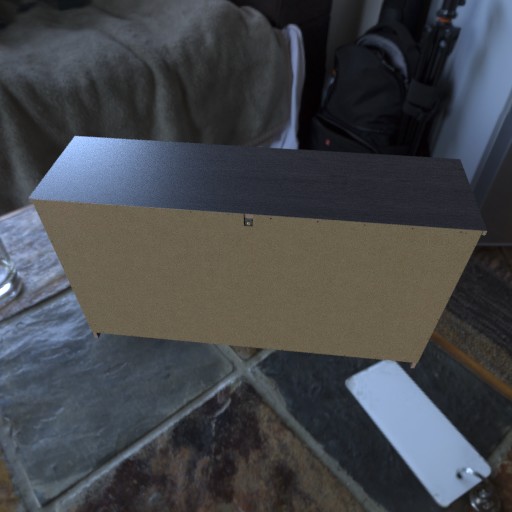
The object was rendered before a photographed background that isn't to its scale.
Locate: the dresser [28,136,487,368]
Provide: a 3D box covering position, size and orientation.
[{"bbox_3d":[0.000,0.000,1.712,1.360,0.755,0.401,4,46,4],"label":"dresser"}]
